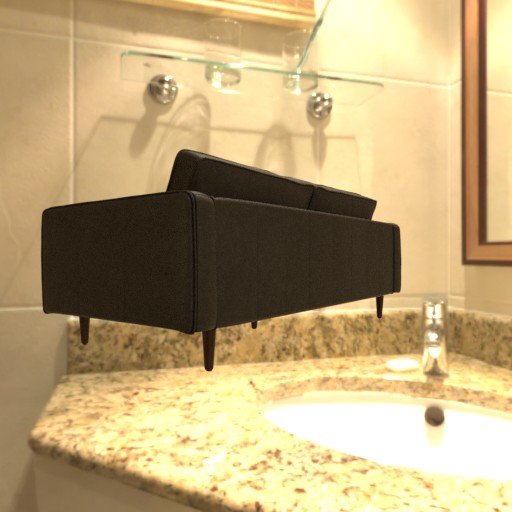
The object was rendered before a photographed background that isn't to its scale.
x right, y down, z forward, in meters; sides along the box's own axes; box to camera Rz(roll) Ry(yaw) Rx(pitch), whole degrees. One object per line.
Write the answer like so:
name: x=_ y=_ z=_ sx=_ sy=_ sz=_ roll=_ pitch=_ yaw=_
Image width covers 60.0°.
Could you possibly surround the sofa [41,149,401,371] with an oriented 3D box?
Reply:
sofa: x=0.000 y=0.000 z=2.332 sx=0.921 sy=0.770 sz=1.879 roll=0 pitch=0 yaw=37
